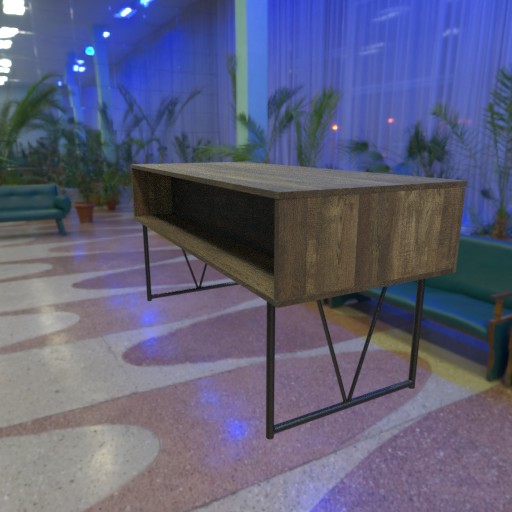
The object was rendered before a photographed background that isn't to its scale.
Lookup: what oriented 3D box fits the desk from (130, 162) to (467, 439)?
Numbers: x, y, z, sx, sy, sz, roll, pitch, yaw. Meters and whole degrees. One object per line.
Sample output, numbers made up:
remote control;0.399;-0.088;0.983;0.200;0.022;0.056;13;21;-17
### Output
desk;0.000;0.000;2.051;0.730;0.780;1.600;-8;16;-27
